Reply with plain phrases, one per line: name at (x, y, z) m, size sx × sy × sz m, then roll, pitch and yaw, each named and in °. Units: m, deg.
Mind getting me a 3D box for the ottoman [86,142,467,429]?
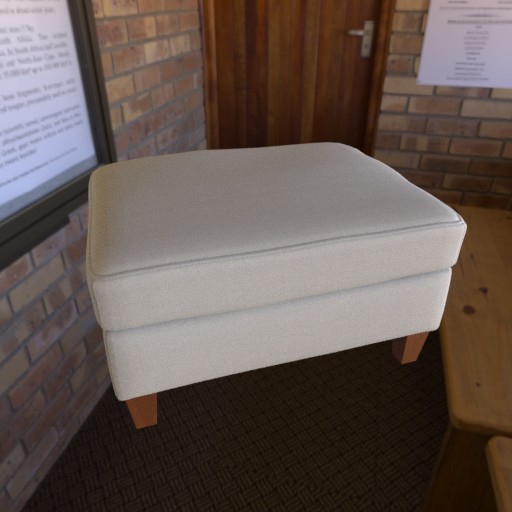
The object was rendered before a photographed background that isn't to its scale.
ottoman at (0.000, 0.000, 1.224) m, size 0.818 × 0.496 × 0.634 m, roll -9°, pitch 32°, yaw -15°
